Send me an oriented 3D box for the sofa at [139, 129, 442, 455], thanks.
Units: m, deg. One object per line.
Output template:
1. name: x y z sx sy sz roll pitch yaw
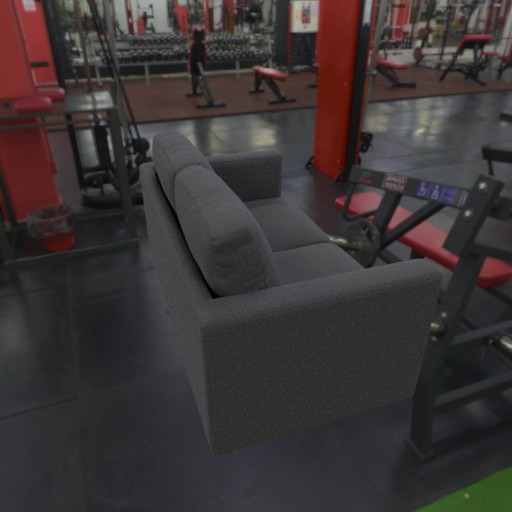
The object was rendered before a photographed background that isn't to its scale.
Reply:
1. sofa: 0.000 0.000 1.951 0.796 0.908 1.430 -10 31 -17
